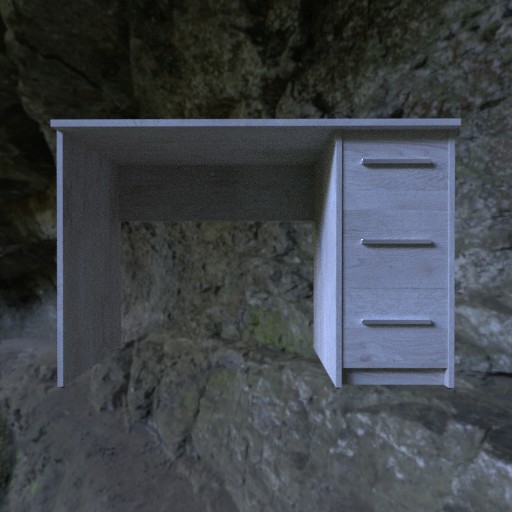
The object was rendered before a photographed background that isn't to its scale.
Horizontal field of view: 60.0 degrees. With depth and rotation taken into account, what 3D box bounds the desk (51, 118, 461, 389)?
[{"bbox_3d":[0.000,0.000,1.466,1.097,0.735,0.560,0,0,1],"label":"desk"}]
